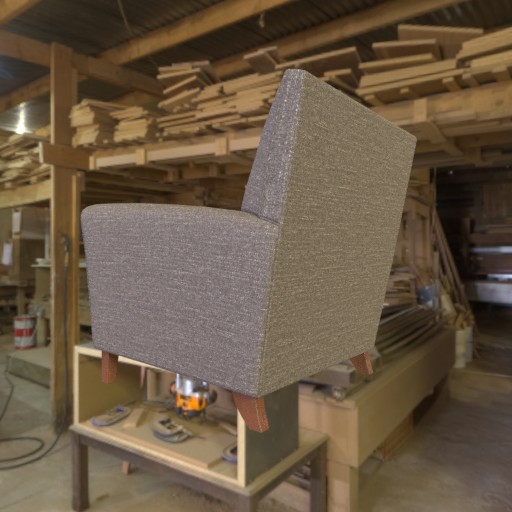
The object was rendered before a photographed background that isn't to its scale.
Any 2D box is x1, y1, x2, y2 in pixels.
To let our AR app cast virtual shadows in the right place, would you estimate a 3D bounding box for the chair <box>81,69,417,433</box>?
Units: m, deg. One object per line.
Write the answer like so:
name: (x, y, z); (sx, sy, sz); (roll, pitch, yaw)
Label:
chair: (0.000, 0.000, 1.567); (0.875, 0.885, 0.838); (1, 1, 38)
